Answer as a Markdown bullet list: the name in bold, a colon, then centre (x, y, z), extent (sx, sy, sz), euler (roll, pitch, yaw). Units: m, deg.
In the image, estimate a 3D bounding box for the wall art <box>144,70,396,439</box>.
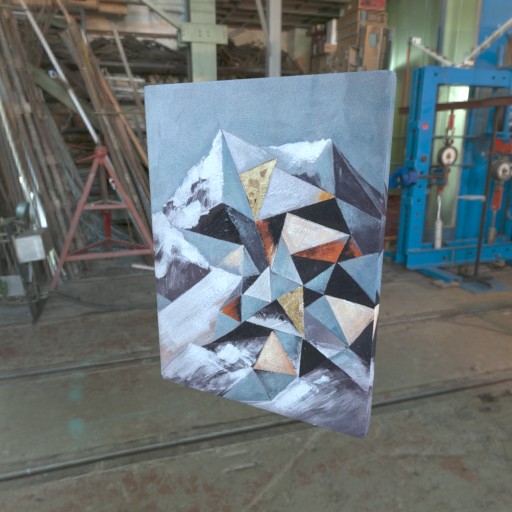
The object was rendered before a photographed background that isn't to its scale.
- **wall art**: centre (0.000, 0.000, 0.825), extent (0.455, 0.613, 0.037), euler (8, 17, 26)
